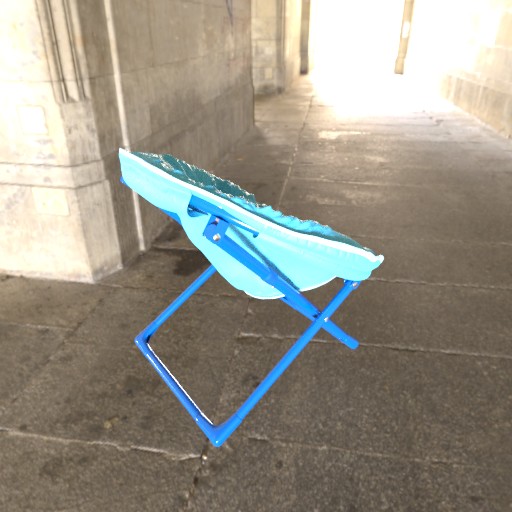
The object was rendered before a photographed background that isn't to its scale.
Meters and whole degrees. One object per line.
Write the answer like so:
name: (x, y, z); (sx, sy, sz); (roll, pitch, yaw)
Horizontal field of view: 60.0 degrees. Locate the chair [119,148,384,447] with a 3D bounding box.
chair: (0.000, 0.000, 0.902); (0.465, 0.478, 0.520); (-18, 32, -32)
